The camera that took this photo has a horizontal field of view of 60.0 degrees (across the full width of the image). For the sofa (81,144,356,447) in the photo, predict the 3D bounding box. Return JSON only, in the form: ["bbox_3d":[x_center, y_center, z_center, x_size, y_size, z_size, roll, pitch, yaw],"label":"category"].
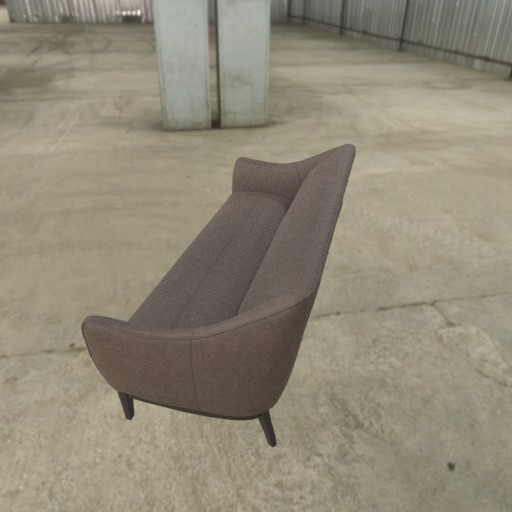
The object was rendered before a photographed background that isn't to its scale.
[{"bbox_3d":[0.000,0.000,2.429,0.869,0.831,1.928,8,32,13],"label":"sofa"}]
